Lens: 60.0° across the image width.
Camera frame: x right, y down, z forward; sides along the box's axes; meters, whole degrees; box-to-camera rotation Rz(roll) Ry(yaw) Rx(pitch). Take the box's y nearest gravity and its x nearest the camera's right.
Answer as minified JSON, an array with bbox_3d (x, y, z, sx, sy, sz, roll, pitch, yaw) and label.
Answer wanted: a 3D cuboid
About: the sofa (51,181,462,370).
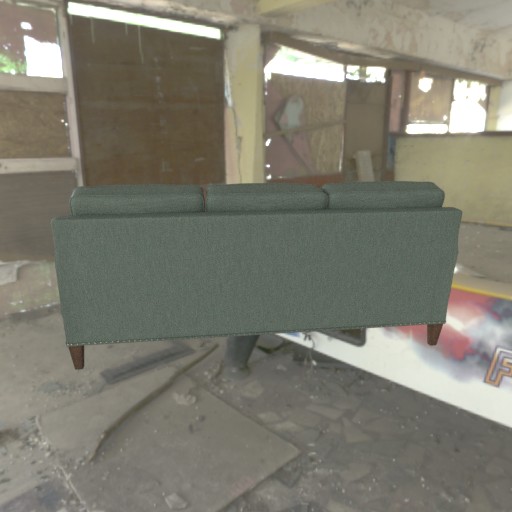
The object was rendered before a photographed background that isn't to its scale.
[{"bbox_3d":[0.000,0.000,2.883,2.246,1.003,1.084,-2,15,-8],"label":"sofa"}]
